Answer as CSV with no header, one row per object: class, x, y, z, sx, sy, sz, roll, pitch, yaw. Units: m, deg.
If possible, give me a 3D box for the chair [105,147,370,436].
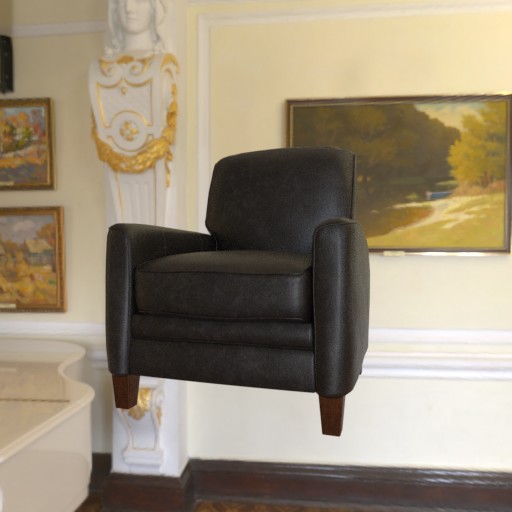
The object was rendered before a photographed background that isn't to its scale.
chair,0.000,0.000,1.714,0.848,1.014,0.864,0,0,18
